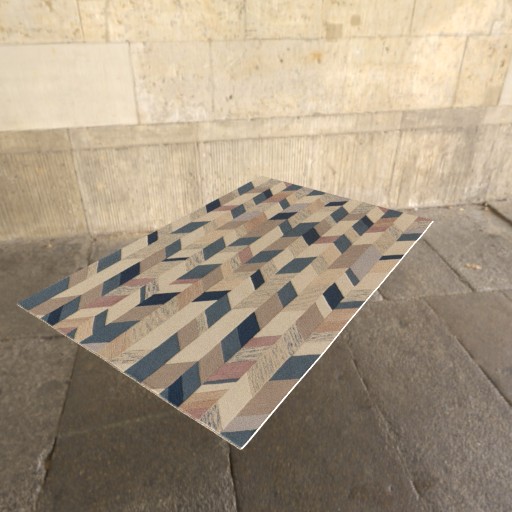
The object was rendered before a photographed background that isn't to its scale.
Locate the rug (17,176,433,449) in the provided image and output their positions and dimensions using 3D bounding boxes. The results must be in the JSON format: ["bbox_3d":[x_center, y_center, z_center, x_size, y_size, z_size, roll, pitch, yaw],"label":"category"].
[{"bbox_3d":[0.000,0.000,2.205,1.202,0.006,1.813,21,37,30],"label":"rug"}]
